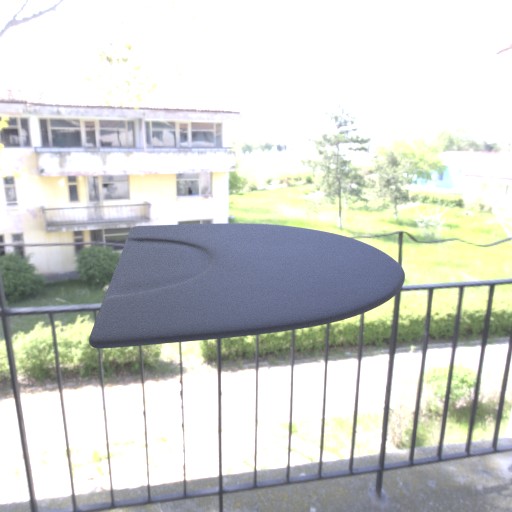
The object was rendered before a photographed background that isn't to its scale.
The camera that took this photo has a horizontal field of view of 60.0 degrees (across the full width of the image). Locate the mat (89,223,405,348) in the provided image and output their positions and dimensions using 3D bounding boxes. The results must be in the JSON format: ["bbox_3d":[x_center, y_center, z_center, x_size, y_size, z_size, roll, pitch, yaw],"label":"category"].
[{"bbox_3d":[0.000,0.000,1.521,0.917,0.016,1.220,-3,15,-11],"label":"mat"}]
